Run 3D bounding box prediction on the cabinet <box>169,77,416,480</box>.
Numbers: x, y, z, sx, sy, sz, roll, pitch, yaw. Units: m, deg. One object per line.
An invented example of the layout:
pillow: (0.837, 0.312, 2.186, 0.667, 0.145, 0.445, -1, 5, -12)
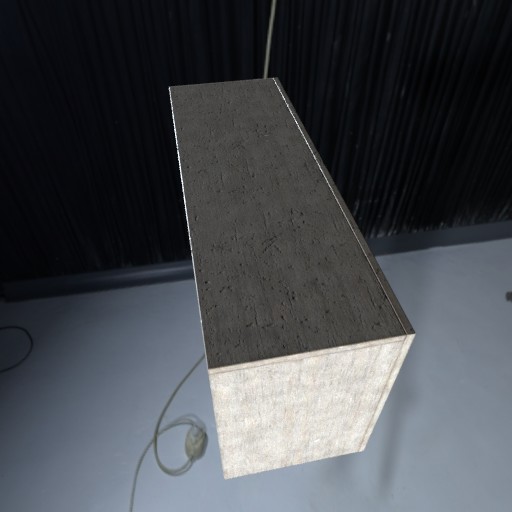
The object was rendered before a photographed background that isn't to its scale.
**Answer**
cabinet: (0.000, 0.000, 1.828, 0.511, 0.825, 1.460, -8, 46, -8)
